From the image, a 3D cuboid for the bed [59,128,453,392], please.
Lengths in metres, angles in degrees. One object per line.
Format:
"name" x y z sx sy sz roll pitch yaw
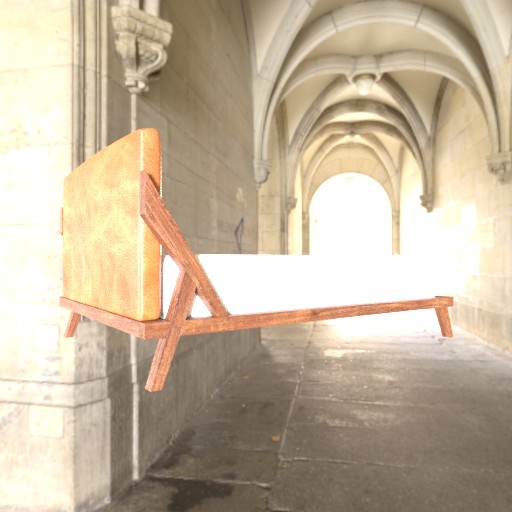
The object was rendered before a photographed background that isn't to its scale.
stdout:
"bed" 0.000 0.000 3.198 2.311 1.168 1.651 0 -1 -35
